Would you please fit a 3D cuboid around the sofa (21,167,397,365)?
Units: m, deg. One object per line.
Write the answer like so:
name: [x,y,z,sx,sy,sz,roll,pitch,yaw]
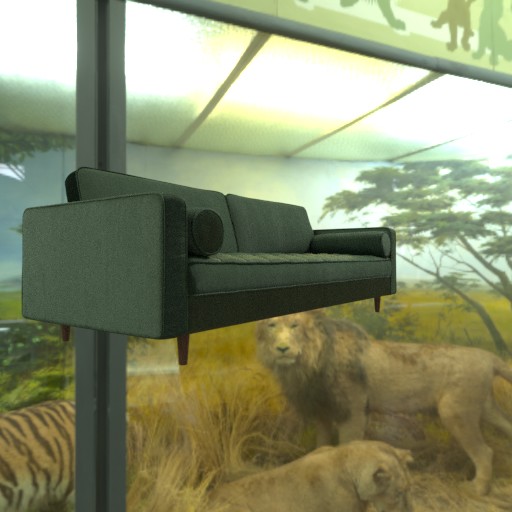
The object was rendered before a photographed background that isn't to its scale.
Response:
sofa: [0.000,0.000,2.519,0.918,0.769,2.199,0,0,36]
